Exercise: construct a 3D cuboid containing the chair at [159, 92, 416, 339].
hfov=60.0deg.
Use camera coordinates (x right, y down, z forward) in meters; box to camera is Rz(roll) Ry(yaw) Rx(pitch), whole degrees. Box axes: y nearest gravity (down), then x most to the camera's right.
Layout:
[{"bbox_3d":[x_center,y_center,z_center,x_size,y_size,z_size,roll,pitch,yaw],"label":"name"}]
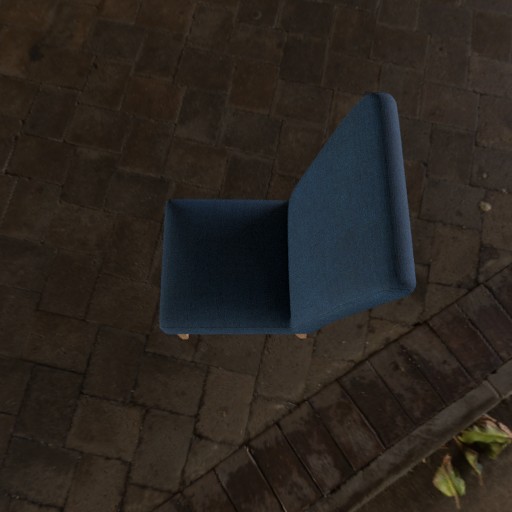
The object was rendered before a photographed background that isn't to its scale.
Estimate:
[{"bbox_3d":[0.000,0.000,1.370,0.610,1.029,0.450,0,74,0],"label":"chair"}]
